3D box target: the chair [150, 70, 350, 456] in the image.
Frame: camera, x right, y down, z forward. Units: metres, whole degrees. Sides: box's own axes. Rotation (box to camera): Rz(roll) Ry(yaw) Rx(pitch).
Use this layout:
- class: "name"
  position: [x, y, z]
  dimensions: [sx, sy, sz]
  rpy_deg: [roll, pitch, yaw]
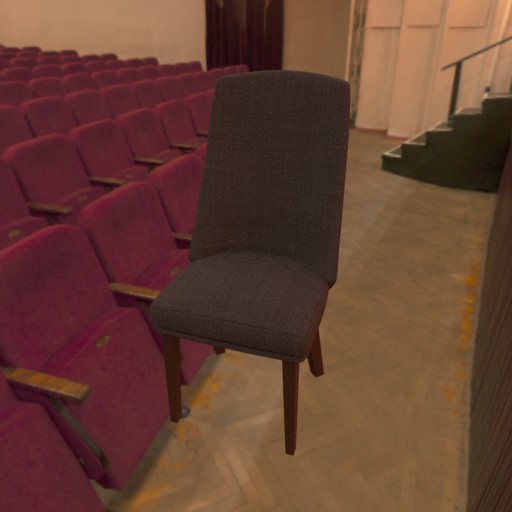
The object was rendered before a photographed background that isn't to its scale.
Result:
- class: "chair"
  position: [0.000, 0.000, 1.399]
  dimensions: [0.510, 1.050, 0.577]
  rpy_deg: [9, 28, 17]
